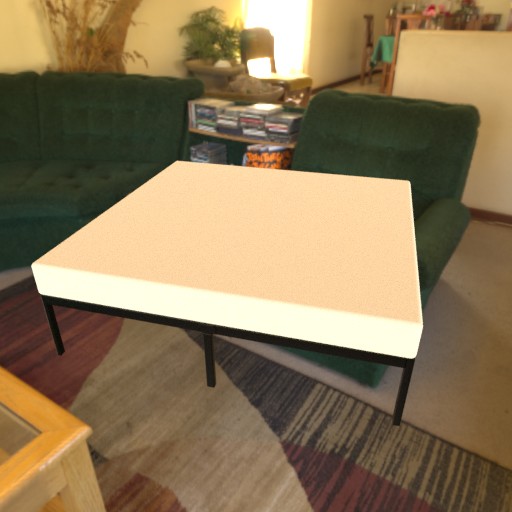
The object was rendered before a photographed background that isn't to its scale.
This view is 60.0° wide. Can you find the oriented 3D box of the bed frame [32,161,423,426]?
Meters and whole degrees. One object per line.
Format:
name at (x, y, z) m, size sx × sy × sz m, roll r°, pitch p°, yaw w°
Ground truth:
bed frame at (0.000, 0.000, 3.178) m, size 2.079 × 0.659 × 1.963 m, roll 8°, pitch 30°, yaw 13°
